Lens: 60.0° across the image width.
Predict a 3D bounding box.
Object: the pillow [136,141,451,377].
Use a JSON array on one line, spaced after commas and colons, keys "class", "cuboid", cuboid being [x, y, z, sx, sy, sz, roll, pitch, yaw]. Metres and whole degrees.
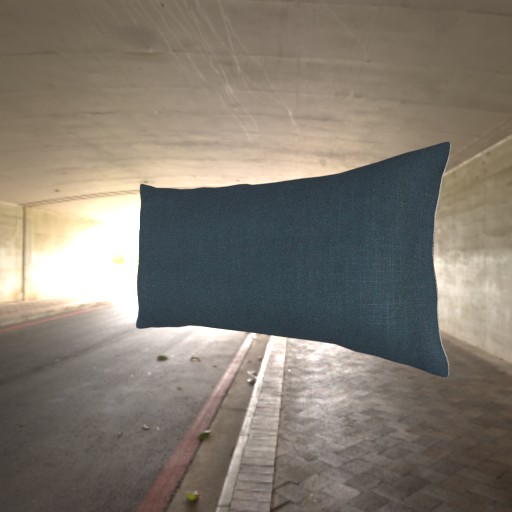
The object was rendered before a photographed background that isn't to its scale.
[{"class": "pillow", "cuboid": [0.000, 0.000, 0.736, 0.609, 0.305, 0.151, -1, -1, 37]}]
